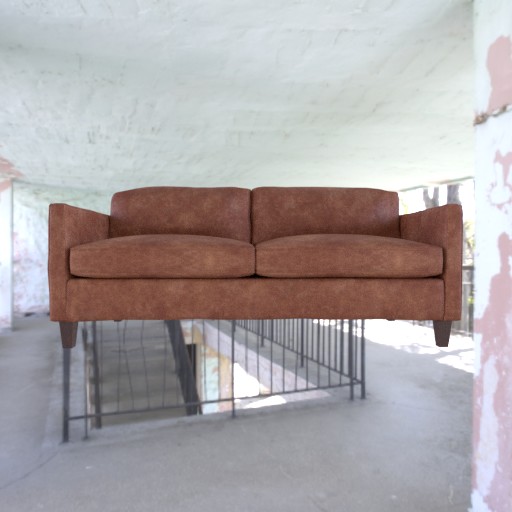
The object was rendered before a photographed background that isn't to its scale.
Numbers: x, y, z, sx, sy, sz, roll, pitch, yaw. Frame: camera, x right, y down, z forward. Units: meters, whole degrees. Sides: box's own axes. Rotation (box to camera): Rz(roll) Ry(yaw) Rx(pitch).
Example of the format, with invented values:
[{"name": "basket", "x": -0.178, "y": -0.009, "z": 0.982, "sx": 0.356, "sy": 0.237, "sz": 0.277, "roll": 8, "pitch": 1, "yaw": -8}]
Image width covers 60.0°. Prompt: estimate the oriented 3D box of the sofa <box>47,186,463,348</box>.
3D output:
[{"name": "sofa", "x": 0.000, "y": 0.000, "z": 2.493, "sx": 1.971, "sy": 0.863, "sz": 0.923, "roll": 0, "pitch": 1, "yaw": -1}]
